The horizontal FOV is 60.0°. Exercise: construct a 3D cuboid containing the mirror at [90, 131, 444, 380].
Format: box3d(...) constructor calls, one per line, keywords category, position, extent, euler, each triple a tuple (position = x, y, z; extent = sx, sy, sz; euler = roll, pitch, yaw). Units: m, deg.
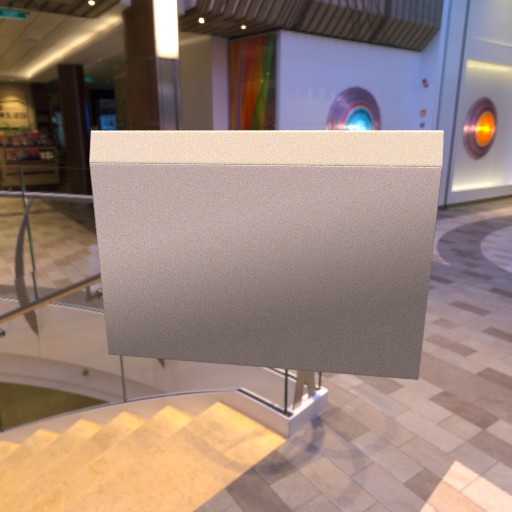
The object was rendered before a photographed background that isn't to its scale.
box3d(category="mirror", position=(0.000, 0.000, 1.159), extent=(0.870, 0.630, 0.030), euler=(2, 16, 9))
